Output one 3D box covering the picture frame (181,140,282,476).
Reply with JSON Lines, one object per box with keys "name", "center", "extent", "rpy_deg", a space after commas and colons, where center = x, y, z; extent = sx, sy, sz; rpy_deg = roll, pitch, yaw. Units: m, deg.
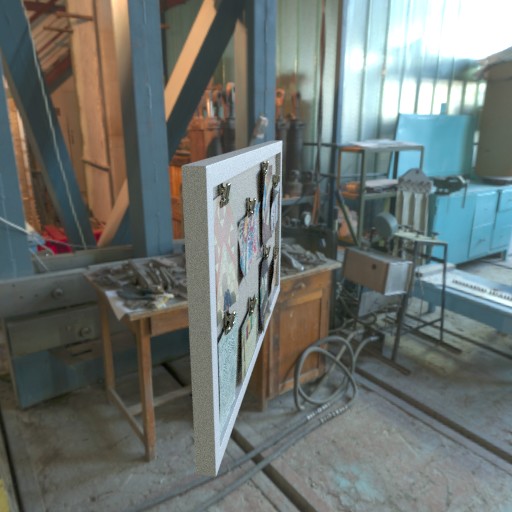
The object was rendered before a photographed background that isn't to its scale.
{"name": "picture frame", "center": [0.000, 0.000, 0.799], "extent": [0.044, 0.379, 0.647], "rpy_deg": [3, 17, 10]}
